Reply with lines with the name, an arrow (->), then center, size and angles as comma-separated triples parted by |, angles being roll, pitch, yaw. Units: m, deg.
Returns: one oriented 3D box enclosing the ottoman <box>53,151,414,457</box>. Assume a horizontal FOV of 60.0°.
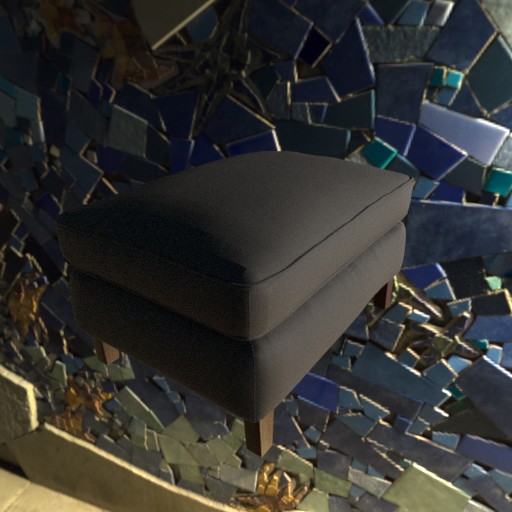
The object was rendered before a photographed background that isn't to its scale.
ottoman -> 0.000, 0.000, 1.001 | 0.508, 0.406, 0.686 | 17, 31, 32
